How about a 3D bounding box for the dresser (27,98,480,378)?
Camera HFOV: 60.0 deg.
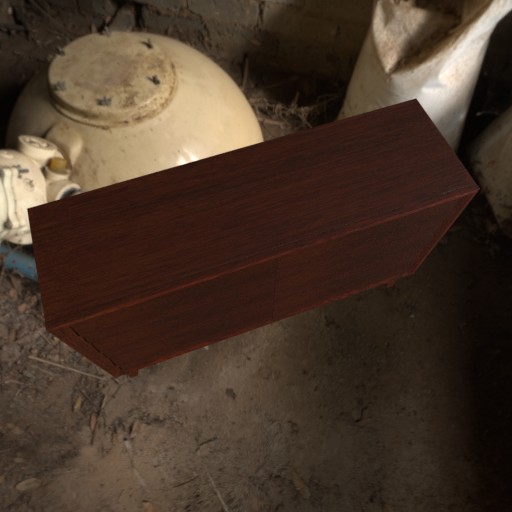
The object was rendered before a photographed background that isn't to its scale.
[{"bbox_3d":[0.000,0.000,2.080,1.609,0.971,0.499,-18,65,-9],"label":"dresser"}]
